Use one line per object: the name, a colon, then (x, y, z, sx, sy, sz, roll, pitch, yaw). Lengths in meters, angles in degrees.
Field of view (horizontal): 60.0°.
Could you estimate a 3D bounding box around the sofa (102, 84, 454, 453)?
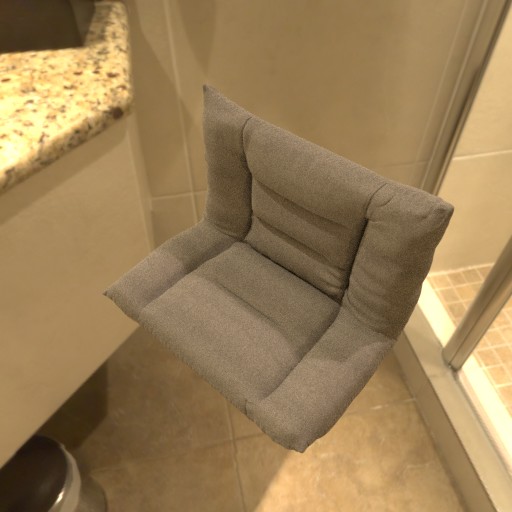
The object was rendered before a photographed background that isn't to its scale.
sofa: (0.000, 0.000, 1.736, 1.144, 0.795, 0.847, 32, 55, 26)
